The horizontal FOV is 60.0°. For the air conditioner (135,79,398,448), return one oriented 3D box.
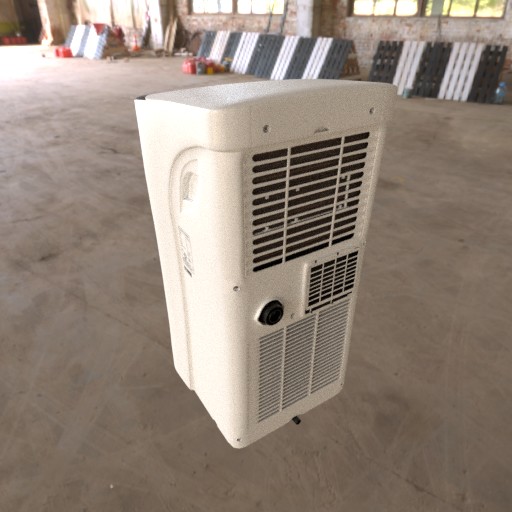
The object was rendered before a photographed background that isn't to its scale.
[{"bbox_3d":[0.000,0.000,0.936,0.352,0.716,0.369,-18,35,-29],"label":"air conditioner"}]
